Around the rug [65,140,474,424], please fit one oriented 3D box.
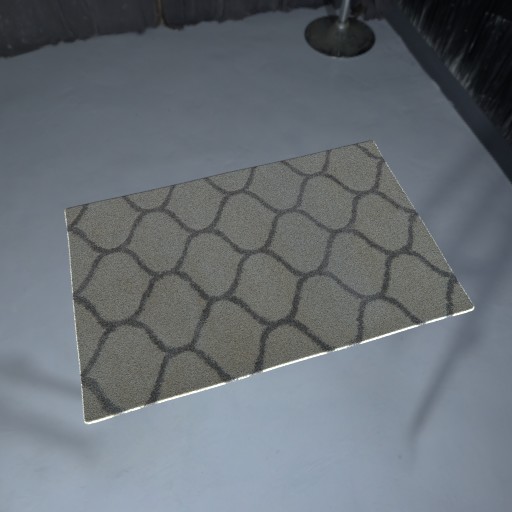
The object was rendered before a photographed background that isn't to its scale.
[{"bbox_3d":[0.000,0.000,2.903,2.348,0.024,1.501,-14,60,-9],"label":"rug"}]
